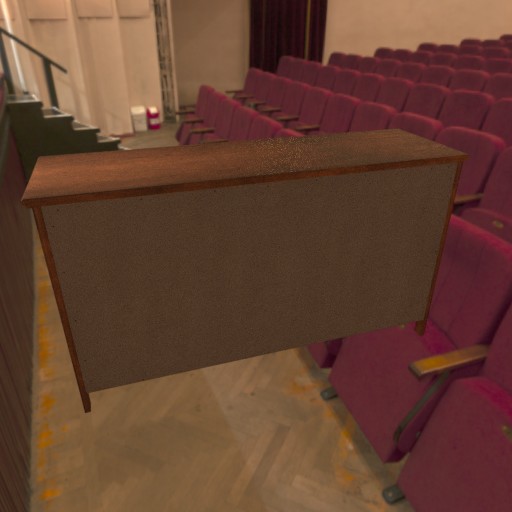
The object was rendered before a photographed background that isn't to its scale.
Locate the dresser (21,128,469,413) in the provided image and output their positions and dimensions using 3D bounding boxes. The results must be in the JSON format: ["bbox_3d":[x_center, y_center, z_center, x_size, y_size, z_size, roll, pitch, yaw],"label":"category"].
[{"bbox_3d":[0.000,0.000,1.859,1.551,0.856,0.463,-9,29,-16],"label":"dresser"}]
